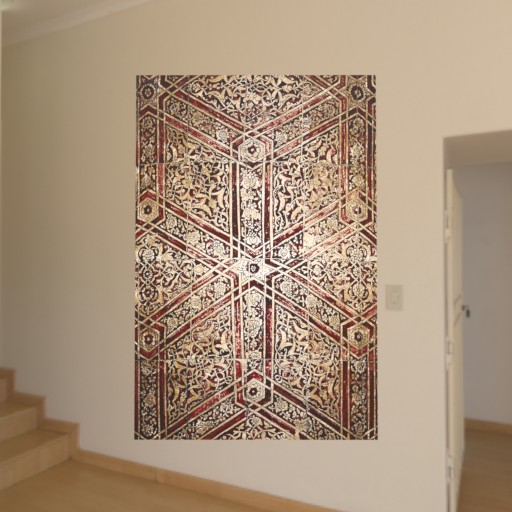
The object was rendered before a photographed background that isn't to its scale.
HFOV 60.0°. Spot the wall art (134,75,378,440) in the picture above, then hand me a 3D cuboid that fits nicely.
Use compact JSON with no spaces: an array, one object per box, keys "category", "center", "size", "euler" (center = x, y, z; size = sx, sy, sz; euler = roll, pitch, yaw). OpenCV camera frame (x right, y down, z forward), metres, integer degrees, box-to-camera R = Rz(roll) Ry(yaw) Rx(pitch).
[{"category":"wall art","center":[0.000,0.000,0.737],"size":[0.397,0.599,0.020],"euler":[0,-1,0]}]
